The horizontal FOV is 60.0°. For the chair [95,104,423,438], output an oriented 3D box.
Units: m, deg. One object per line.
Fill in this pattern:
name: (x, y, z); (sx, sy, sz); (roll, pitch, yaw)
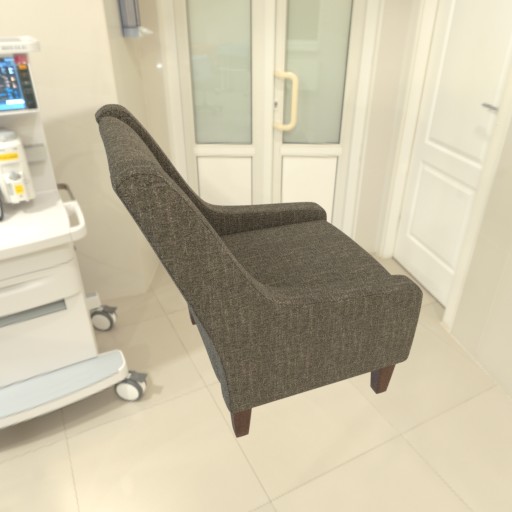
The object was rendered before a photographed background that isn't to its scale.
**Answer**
chair: (0.000, 0.000, 1.647); (0.944, 1.012, 0.793); (-11, 32, -18)
